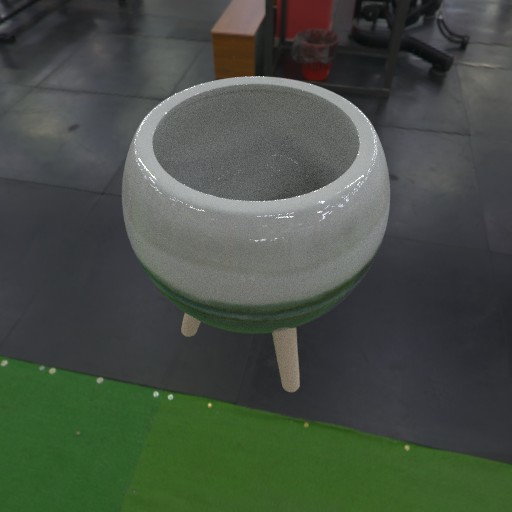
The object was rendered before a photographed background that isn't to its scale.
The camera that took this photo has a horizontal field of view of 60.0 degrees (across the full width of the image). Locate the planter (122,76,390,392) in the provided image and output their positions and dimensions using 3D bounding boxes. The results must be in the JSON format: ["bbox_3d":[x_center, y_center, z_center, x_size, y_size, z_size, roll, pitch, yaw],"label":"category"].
[{"bbox_3d":[0.000,0.000,0.436,0.222,0.278,0.222,0,48,0],"label":"planter"}]
